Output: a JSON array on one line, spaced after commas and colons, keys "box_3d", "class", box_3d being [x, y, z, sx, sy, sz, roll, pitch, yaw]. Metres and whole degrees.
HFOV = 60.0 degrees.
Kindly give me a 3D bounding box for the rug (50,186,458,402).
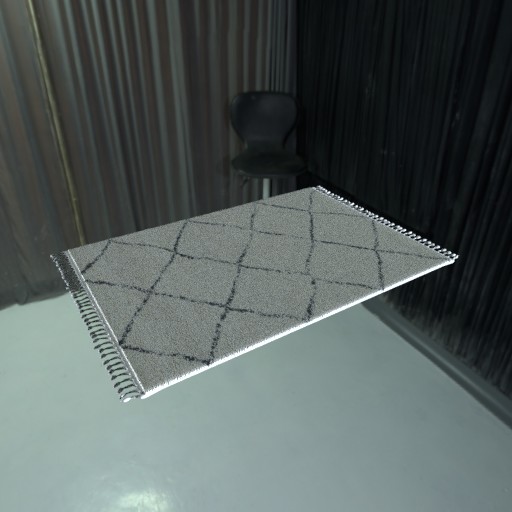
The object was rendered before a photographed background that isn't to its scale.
[{"box_3d": [0.000, 0.000, 2.946, 2.307, 0.031, 1.494, -18, 35, -27], "class": "rug"}]
